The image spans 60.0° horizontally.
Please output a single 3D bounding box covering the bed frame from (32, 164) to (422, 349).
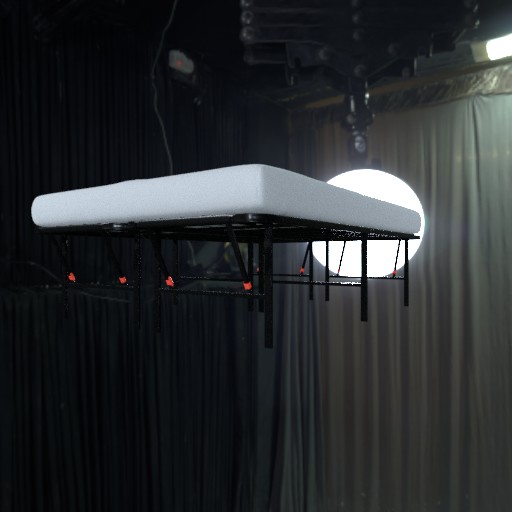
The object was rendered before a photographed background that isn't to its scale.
[{"bbox_3d":[0.000,0.000,2.536,1.372,0.637,1.905,0,0,35],"label":"bed frame"}]
